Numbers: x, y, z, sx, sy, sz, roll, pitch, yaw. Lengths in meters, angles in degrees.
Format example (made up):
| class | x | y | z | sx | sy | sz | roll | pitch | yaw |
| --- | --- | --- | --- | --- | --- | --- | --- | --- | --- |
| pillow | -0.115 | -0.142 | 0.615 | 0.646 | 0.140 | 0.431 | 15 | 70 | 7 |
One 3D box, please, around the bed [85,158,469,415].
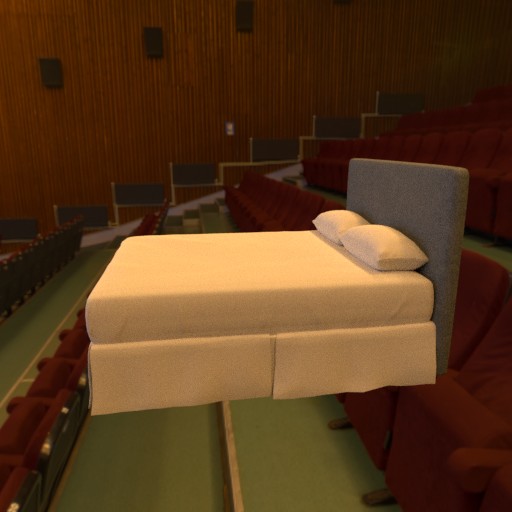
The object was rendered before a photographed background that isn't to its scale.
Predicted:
| class | x | y | z | sx | sy | sz | roll | pitch | yaw |
| --- | --- | --- | --- | --- | --- | --- | --- | --- | --- |
| bed | 0.000 | 0.000 | 3.197 | 2.142 | 1.330 | 1.713 | -2 | 14 | -8 |
